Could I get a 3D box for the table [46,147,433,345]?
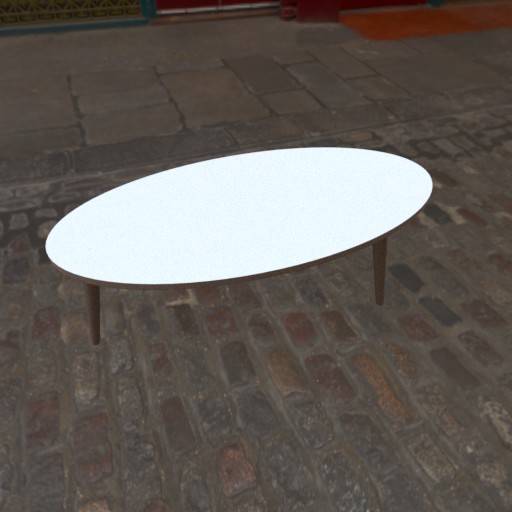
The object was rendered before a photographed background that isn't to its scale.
[{"bbox_3d":[0.000,0.000,1.339,1.083,0.390,0.542,-14,43,-15],"label":"table"}]
